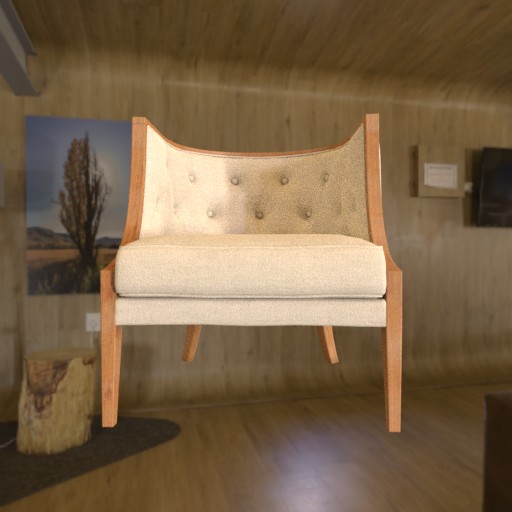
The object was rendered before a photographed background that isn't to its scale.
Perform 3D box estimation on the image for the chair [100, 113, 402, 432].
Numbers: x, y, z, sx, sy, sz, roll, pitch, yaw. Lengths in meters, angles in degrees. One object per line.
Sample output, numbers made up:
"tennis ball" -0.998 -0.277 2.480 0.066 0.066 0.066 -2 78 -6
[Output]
"chair" 0.000 0.000 1.349 0.711 0.775 0.757 0 0 3
